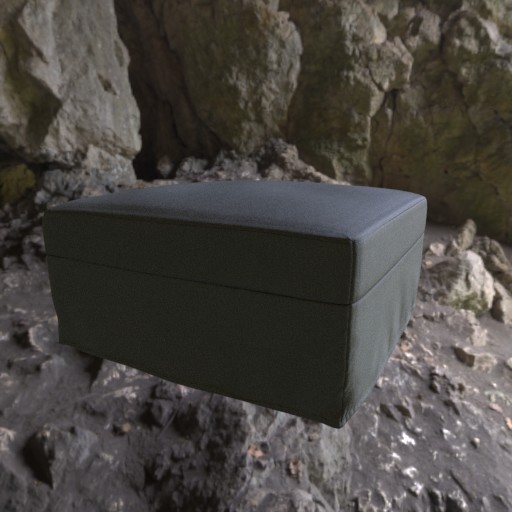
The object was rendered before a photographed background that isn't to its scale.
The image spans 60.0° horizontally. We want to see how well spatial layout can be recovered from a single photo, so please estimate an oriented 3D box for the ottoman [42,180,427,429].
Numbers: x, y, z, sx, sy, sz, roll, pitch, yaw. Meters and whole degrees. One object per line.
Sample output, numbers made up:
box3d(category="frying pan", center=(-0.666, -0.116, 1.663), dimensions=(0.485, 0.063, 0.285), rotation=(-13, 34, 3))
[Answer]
box3d(category="ottoman", center=(0.000, 0.000, 1.322), dimensions=(0.843, 0.441, 0.842), rotation=(7, 16, 28))
